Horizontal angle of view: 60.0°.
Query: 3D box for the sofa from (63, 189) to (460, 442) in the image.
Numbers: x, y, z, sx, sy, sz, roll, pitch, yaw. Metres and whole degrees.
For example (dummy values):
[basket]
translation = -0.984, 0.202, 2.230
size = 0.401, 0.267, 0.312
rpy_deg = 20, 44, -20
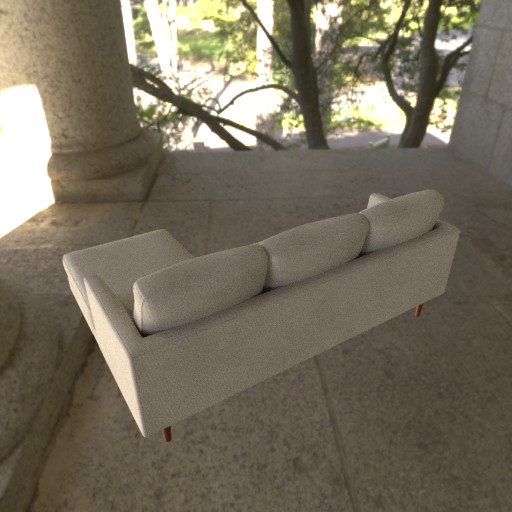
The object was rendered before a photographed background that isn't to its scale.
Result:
[sofa]
translation = 0.000, 0.000, 3.014
size = 2.233, 0.956, 1.504
rpy_deg = -18, 35, -28
